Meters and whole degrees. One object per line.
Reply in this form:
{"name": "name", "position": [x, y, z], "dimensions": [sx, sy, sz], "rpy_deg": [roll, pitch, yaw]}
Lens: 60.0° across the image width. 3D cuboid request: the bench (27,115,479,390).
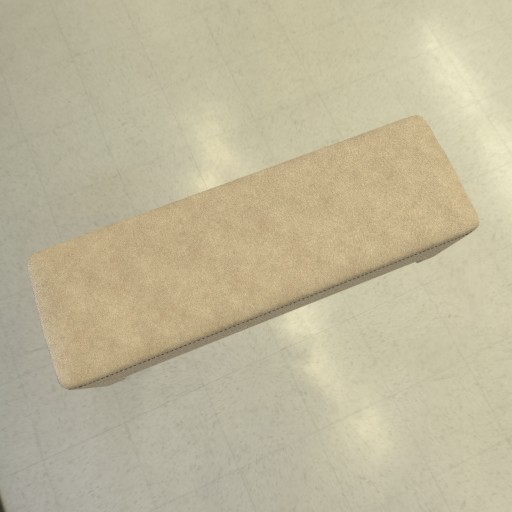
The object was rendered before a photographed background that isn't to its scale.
{"name": "bench", "position": [0.000, 0.000, 1.669], "dimensions": [1.482, 0.447, 0.470], "rpy_deg": [-21, 77, -5]}
